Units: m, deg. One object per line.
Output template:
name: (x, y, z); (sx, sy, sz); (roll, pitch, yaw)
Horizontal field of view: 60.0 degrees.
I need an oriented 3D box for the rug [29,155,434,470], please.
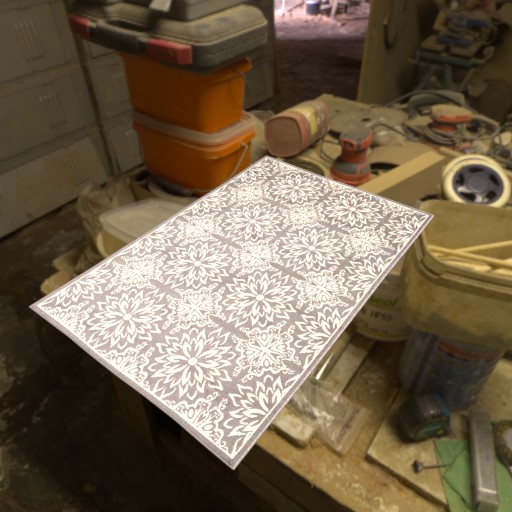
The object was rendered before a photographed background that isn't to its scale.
rug: (0.000, 0.000, 2.315); (1.224, 0.012, 1.847); (26, 47, 28)
